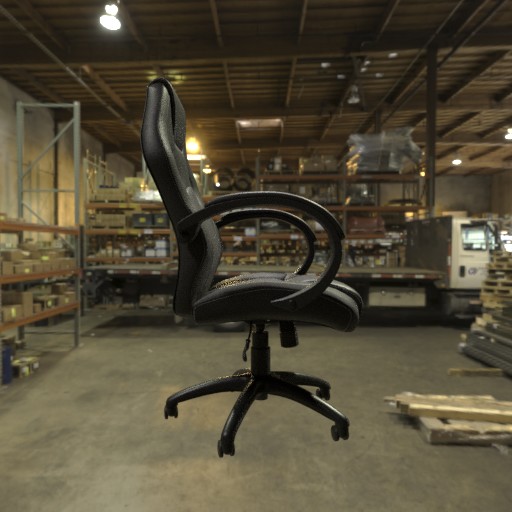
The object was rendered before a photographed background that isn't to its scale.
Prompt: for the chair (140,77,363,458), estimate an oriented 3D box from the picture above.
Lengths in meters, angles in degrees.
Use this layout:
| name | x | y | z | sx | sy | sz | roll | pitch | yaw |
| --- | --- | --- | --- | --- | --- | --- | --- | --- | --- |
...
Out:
| name | x | y | z | sx | sy | sz | roll | pitch | yaw |
| --- | --- | --- | --- | --- | --- | --- | --- | --- | --- |
| chair | 0.000 | 0.000 | 1.595 | 0.724 | 1.187 | 0.673 | 0 | 1 | 0 |
